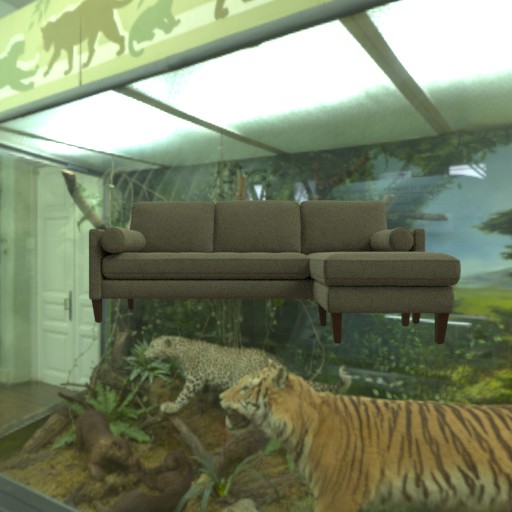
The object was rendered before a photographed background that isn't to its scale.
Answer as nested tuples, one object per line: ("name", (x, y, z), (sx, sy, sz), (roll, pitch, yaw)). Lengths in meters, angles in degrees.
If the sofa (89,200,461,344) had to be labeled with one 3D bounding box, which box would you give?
("sofa", (0.000, 0.000, 2.912), (2.178, 0.875, 1.506), (0, 0, 1))
